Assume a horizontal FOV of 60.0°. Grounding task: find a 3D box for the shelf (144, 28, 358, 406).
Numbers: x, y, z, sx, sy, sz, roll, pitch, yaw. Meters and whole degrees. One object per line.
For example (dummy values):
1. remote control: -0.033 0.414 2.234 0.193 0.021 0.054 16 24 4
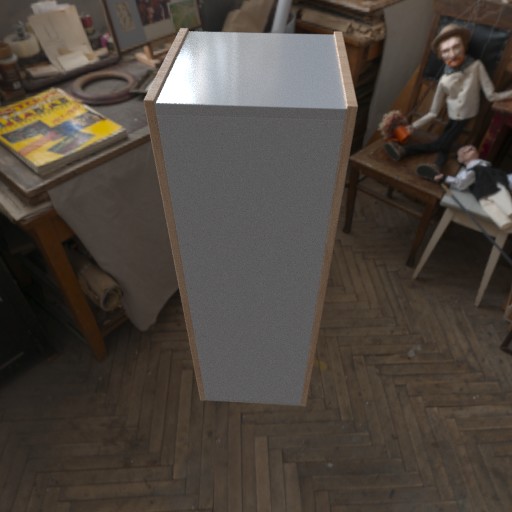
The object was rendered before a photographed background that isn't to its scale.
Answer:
1. shelf: 0.000 0.000 1.040 0.300 0.900 0.290 2 45 2
